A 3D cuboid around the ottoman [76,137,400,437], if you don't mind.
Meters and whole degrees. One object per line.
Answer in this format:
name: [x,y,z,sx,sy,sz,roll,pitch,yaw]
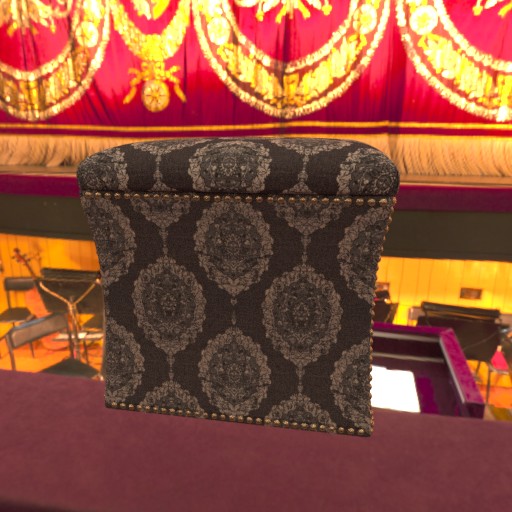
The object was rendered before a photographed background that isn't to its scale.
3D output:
ottoman: [0.000,0.000,0.915,0.497,0.475,0.507,3,16,10]
